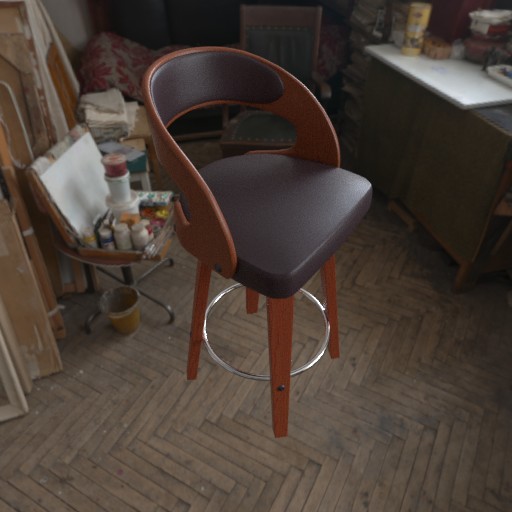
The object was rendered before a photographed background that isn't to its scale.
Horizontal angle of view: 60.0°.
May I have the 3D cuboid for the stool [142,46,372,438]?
[{"bbox_3d":[0.000,0.000,1.168,0.457,0.940,0.457,25,47,25],"label":"stool"}]
